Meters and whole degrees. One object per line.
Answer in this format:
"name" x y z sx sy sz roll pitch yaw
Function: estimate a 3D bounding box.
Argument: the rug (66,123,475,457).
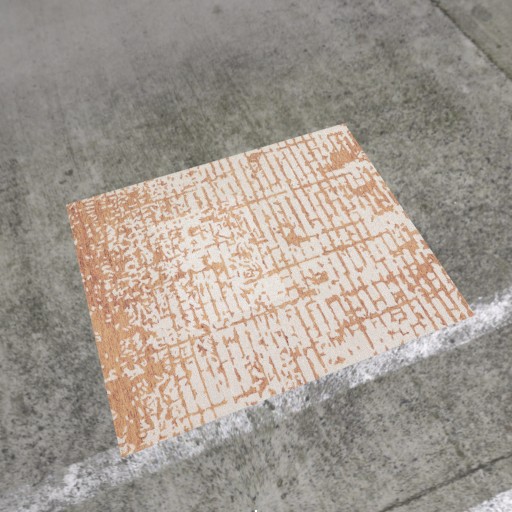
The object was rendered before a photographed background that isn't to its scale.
"rug" 0.000 0.000 4.060 3.050 0.011 2.441 -19 62 -10
